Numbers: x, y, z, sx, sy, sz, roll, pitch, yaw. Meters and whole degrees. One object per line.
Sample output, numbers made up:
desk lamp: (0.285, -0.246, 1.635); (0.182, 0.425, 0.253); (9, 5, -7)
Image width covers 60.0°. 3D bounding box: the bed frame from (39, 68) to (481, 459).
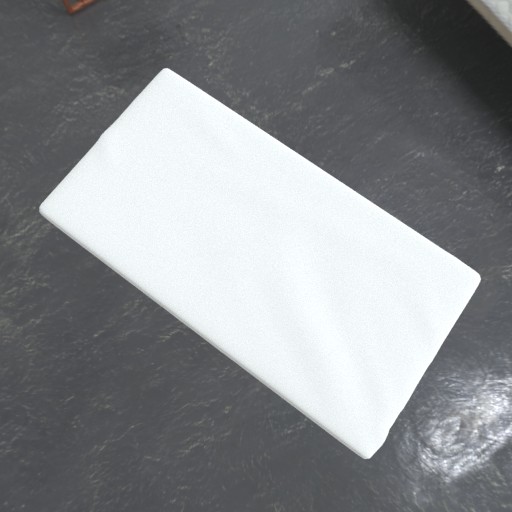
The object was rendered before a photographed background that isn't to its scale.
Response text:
bed frame: (0.000, 0.000, 2.325); (1.903, 0.619, 0.989); (35, 79, 8)
